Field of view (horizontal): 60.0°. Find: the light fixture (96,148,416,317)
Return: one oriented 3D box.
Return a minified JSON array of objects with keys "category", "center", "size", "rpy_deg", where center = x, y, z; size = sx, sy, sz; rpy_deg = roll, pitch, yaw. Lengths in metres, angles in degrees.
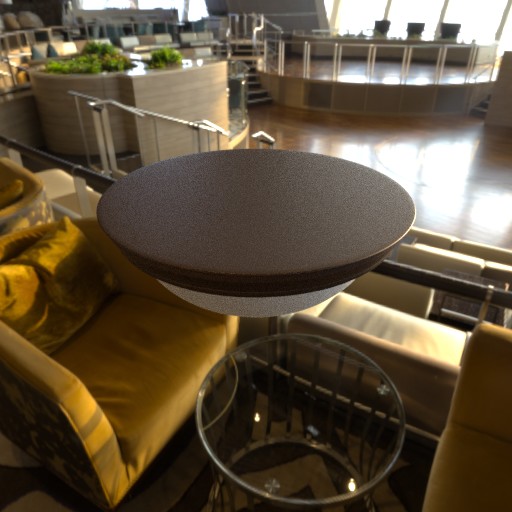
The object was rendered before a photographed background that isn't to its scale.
[{"category":"light fixture","center":[0.000,0.000,0.440],"size":[0.280,0.135,0.280],"rpy_deg":[0,30,0]}]
